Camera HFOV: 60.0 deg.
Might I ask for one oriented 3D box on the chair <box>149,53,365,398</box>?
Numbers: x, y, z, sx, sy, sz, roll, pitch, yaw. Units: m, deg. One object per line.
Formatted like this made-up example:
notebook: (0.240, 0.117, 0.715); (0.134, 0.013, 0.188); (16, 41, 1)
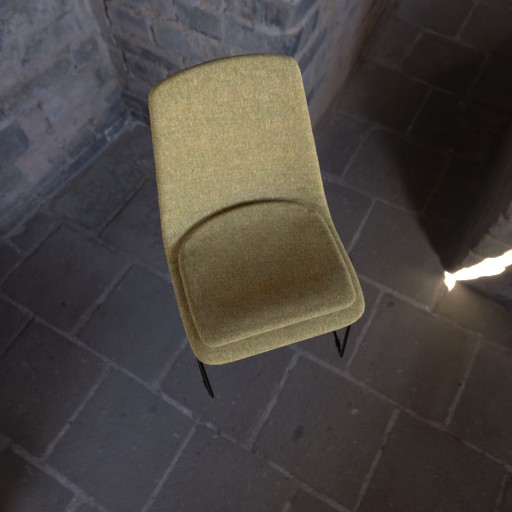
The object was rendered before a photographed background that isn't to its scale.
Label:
chair: (0.000, 0.000, 1.159); (0.479, 0.849, 0.496); (-15, 65, -7)
